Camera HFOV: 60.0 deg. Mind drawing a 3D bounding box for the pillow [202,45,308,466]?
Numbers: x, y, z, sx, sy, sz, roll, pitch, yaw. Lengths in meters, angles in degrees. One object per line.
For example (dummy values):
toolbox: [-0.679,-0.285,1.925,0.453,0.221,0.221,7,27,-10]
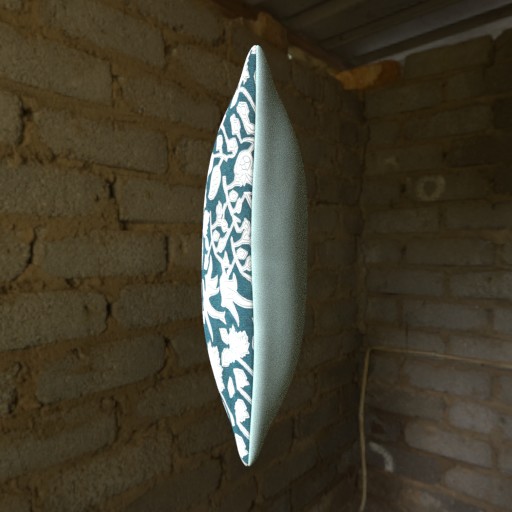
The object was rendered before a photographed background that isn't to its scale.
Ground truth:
pillow: [0.000,0.000,0.792,0.166,0.508,0.525,0,0,1]
